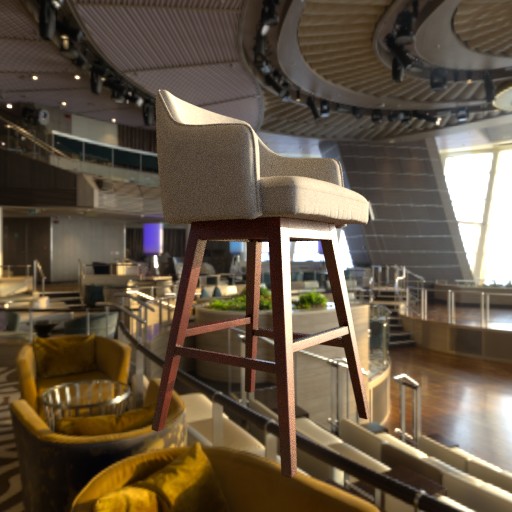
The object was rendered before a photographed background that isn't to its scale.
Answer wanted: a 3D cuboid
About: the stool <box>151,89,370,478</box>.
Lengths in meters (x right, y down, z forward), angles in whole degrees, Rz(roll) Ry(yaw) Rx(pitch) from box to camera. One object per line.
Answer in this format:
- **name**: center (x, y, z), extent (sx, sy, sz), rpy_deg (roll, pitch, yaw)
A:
- **stool**: center (0.000, 0.000, 1.359), extent (0.558, 1.012, 0.548), rpy_deg (0, 0, 36)
